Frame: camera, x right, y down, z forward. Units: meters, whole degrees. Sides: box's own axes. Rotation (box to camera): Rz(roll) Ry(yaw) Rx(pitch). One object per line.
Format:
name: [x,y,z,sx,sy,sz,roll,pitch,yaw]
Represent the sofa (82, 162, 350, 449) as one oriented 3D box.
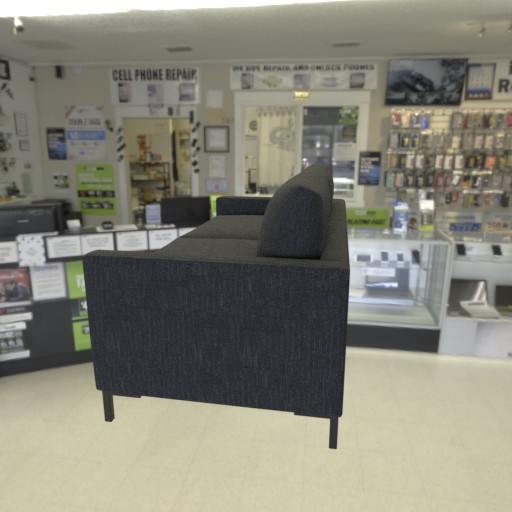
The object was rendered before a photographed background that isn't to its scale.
sofa: [0.000,0.000,2.193,0.866,0.862,1.716,3,14,10]
